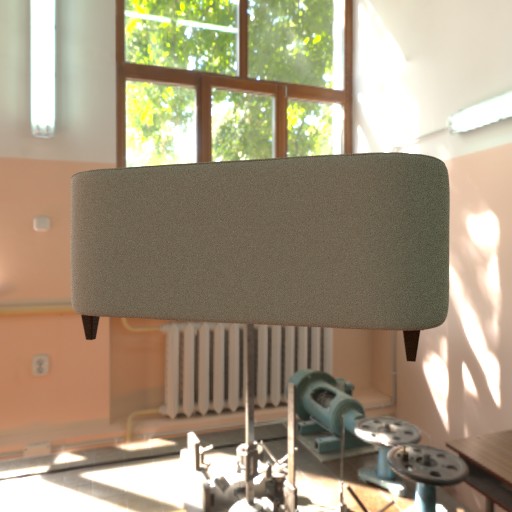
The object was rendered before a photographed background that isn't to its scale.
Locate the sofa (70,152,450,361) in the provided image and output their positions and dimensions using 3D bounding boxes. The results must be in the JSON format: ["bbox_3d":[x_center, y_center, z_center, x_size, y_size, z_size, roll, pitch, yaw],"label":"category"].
[{"bbox_3d":[0.000,0.000,2.217,1.733,0.855,0.941,0,1,16],"label":"sofa"}]
